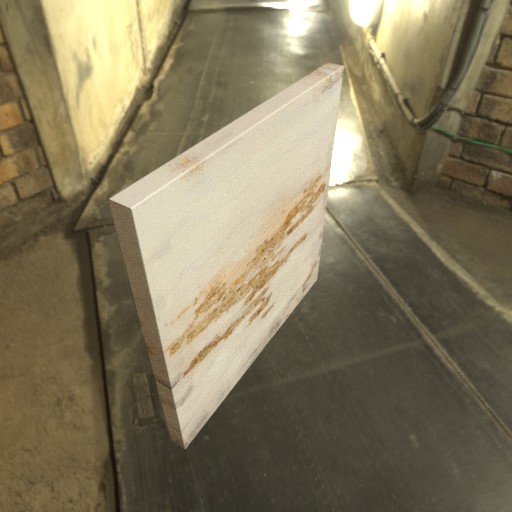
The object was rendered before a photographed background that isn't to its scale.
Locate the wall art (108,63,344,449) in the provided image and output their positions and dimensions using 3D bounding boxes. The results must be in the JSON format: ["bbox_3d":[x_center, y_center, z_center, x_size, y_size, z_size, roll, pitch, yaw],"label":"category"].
[{"bbox_3d":[0.000,0.000,0.930,0.040,0.613,0.611,23,46,24],"label":"wall art"}]
